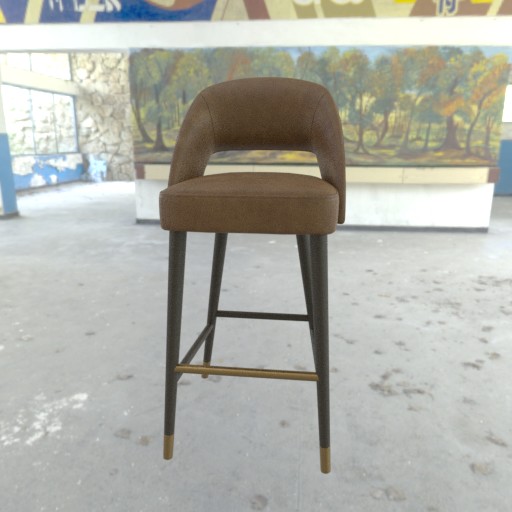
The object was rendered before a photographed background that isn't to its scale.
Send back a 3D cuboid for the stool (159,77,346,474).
[{"bbox_3d":[0.000,0.000,1.294,0.494,1.037,0.509,2,15,7],"label":"stool"}]
